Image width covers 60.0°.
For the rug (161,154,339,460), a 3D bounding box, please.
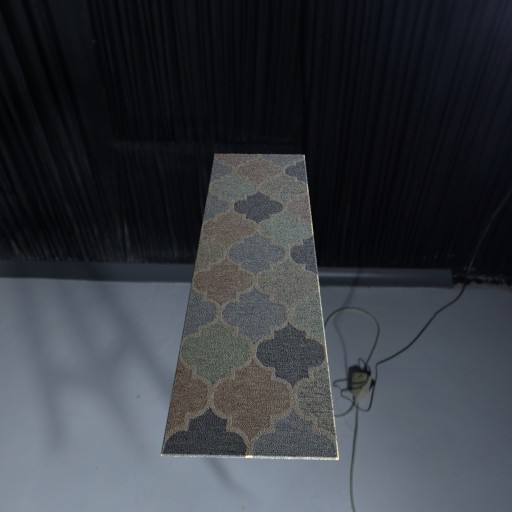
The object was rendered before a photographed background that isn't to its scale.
[{"bbox_3d":[0.000,0.000,2.543,0.687,0.011,2.287,1,43,1],"label":"rug"}]
